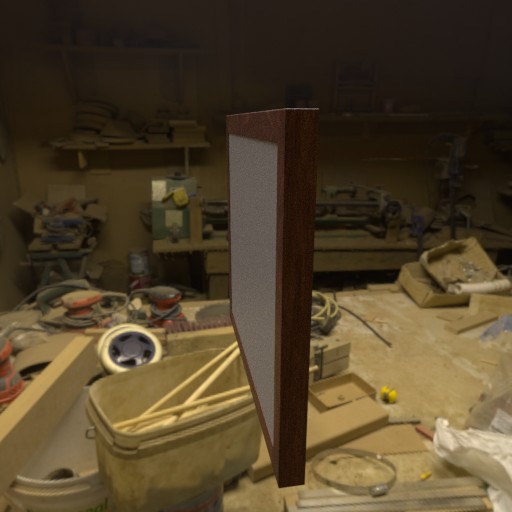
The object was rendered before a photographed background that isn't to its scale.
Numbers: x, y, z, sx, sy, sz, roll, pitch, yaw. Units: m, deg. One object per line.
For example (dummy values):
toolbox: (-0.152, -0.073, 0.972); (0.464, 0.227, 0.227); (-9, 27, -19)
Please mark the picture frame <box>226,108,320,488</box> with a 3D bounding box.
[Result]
picture frame: (0.000, 0.000, 0.540); (0.025, 0.330, 0.381); (-3, 17, -10)
